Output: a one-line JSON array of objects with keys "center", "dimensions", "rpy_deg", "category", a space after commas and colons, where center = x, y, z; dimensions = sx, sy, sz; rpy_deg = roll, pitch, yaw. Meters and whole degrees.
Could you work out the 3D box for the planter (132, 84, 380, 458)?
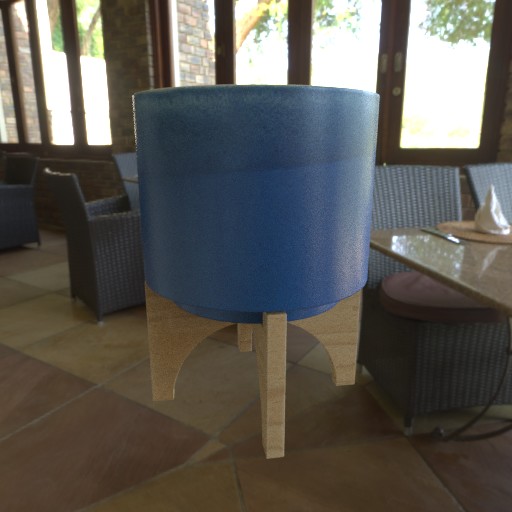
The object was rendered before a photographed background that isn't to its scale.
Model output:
[{"center": [0.000, 0.000, 0.390], "dimensions": [0.192, 0.263, 0.192], "rpy_deg": [0, 15, 0], "category": "planter"}]
